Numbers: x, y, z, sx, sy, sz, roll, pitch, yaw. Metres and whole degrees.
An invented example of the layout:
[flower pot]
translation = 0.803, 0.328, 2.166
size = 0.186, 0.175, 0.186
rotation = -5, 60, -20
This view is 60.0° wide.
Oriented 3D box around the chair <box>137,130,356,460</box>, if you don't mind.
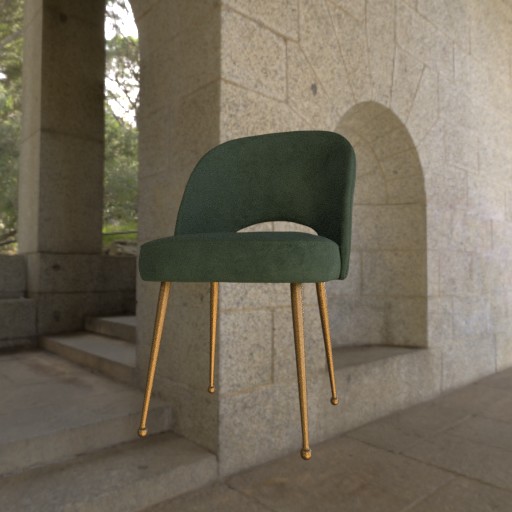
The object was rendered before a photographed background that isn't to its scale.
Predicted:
[chair]
translation = 0.000, 0.000, 1.226
size = 0.527, 0.860, 0.577
rotation = -1, -2, 18
